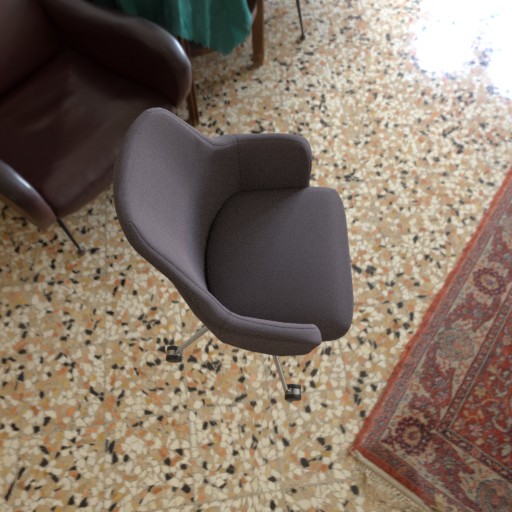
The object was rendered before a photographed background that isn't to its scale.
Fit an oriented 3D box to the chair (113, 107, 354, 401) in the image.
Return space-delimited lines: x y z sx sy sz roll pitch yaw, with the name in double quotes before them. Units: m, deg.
"chair" 0.000 0.000 1.237 0.600 0.820 0.655 1 64 0
